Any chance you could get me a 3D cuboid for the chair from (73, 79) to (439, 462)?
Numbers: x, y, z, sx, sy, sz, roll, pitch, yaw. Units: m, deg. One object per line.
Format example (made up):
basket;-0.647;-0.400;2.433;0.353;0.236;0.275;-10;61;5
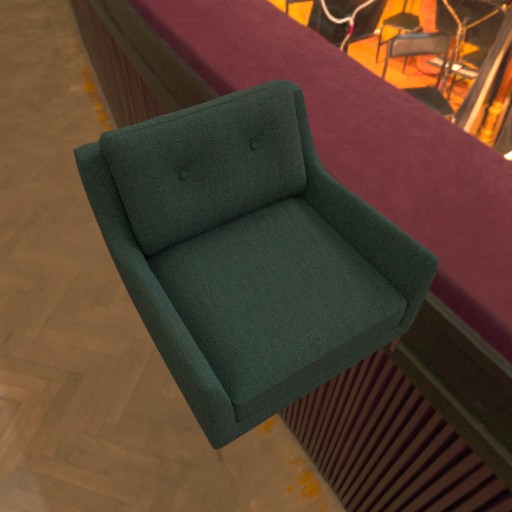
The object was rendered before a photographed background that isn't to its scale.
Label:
chair;0.000;0.000;1.527;0.847;0.828;0.849;-25;54;-20
